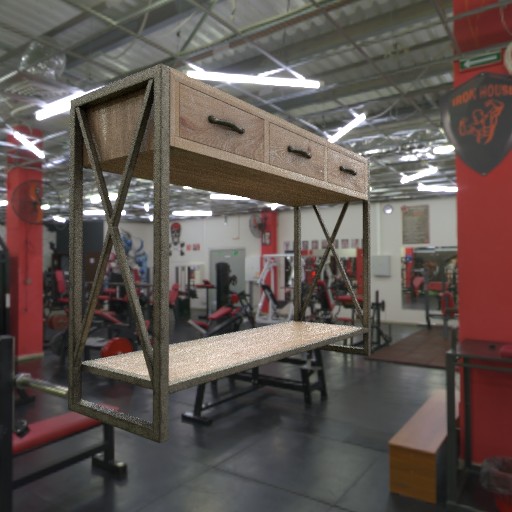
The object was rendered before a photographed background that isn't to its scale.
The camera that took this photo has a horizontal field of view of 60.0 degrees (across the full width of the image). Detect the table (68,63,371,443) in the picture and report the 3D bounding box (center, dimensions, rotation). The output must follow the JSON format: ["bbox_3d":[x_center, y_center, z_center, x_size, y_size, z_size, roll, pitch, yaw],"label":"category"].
[{"bbox_3d":[0.000,0.000,1.407,0.361,0.763,1.059,-1,-1,37],"label":"table"}]
